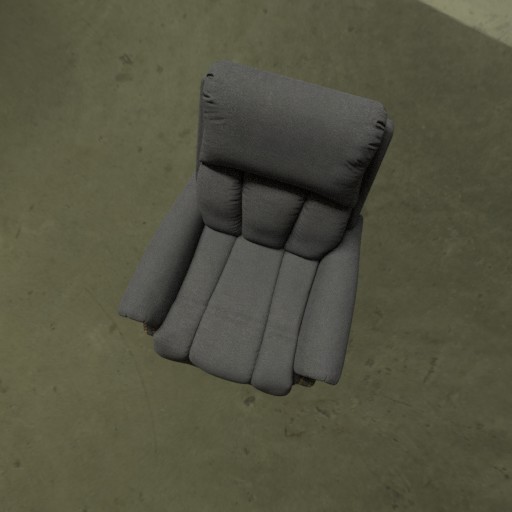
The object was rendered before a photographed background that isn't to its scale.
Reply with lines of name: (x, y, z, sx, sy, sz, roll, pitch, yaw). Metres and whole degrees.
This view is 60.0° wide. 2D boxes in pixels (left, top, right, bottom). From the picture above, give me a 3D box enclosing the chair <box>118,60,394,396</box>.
chair: (0.000, 0.000, 1.753, 0.871, 1.031, 0.979, 17, 76, 5)
